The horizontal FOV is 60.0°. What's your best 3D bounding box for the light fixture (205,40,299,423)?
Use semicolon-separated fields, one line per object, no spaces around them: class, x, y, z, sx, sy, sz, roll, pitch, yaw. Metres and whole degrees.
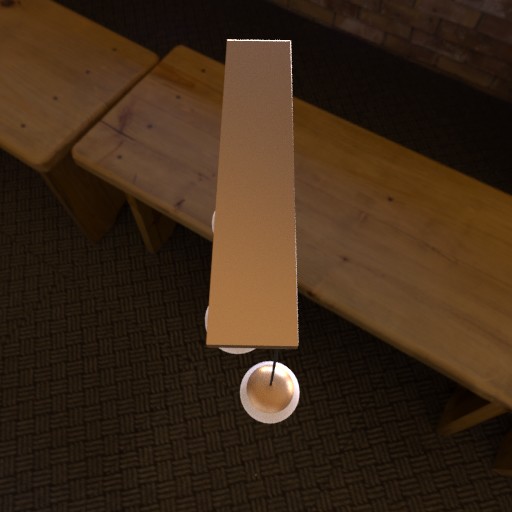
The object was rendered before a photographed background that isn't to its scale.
light fixture;0.000;0.000;1.313;0.299;0.869;0.863;1;64;0
